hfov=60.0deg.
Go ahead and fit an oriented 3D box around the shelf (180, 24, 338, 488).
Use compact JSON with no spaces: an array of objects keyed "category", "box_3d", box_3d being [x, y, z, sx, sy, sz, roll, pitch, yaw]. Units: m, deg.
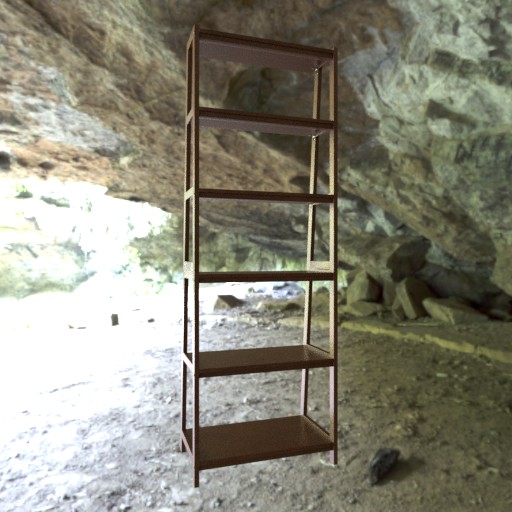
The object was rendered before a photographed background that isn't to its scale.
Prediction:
[{"category":"shelf","box_3d":[0.000,0.000,2.091,0.660,1.892,0.382,0,0,-18]}]
